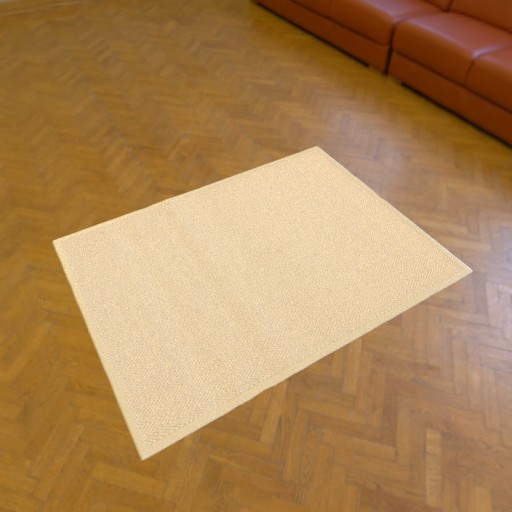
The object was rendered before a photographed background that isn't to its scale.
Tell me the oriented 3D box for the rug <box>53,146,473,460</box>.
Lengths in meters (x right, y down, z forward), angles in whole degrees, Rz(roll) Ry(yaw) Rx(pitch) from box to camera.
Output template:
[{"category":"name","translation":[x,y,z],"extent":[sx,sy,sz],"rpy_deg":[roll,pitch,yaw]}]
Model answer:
[{"category":"rug","translation":[0.000,0.000,4.776],"extent":[3.659,0.037,2.734],"rpy_deg":[-24,51,-21]}]
